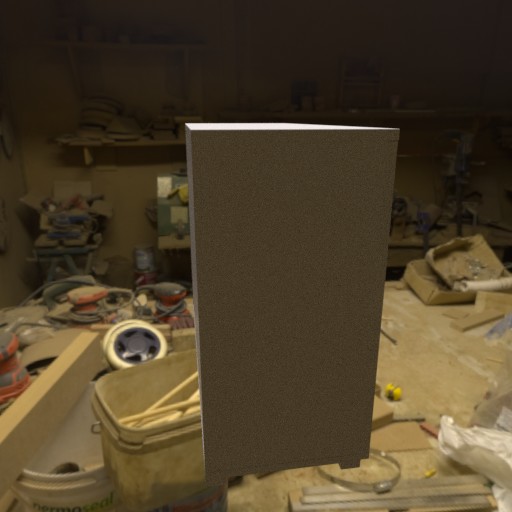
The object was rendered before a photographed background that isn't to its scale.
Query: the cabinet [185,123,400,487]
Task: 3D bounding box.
[{"bbox_3d":[0.000,0.000,1.414,0.400,0.800,1.000,-3,17,-9],"label":"cabinet"}]
